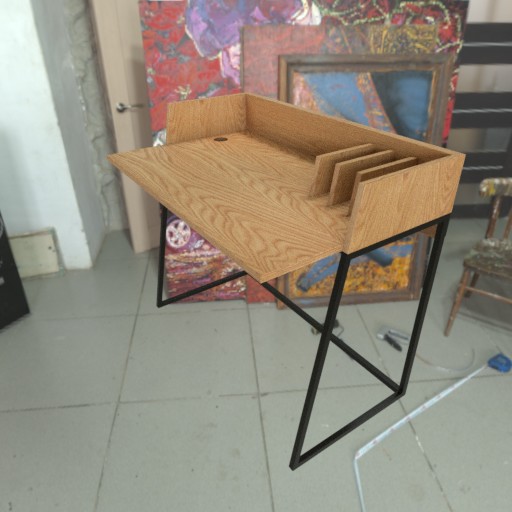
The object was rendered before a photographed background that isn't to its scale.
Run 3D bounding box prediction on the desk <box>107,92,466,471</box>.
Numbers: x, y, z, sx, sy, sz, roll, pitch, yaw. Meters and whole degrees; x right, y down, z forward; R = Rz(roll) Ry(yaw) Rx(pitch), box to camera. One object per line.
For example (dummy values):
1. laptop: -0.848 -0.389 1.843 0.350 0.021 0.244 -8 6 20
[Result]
1. desk: 0.000 0.000 1.874 0.769 1.061 1.191 -20 36 -29
